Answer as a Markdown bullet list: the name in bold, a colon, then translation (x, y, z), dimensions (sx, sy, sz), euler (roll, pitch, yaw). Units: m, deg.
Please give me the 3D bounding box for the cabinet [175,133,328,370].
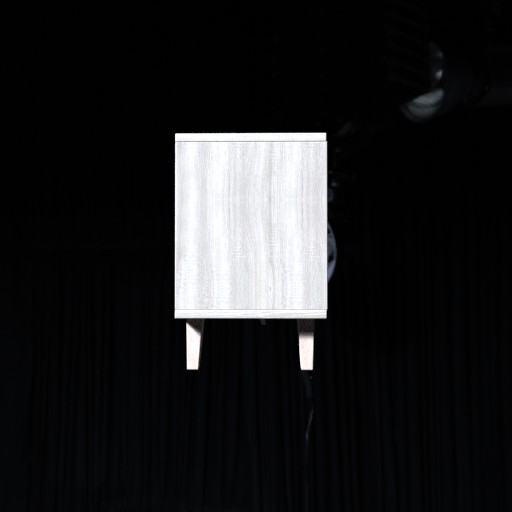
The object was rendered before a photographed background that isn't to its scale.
- **cabinet**: translation (0.000, 0.000, 2.547), dimensions (0.499, 0.779, 2.198), euler (0, -1, 1)
